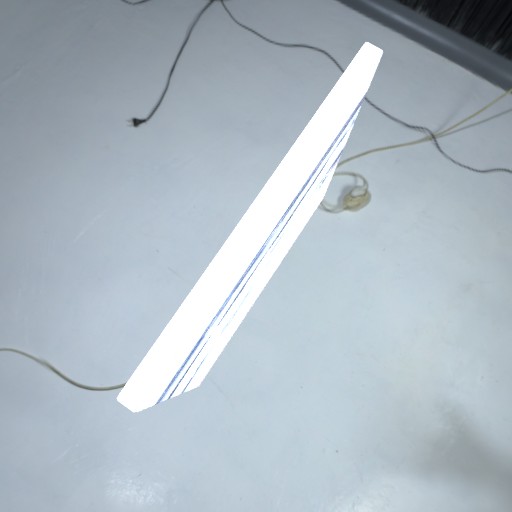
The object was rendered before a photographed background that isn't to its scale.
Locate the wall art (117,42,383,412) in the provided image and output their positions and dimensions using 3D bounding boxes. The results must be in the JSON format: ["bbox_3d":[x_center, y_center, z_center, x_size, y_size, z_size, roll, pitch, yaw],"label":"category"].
[{"bbox_3d":[0.000,0.000,1.105,0.065,0.747,0.755,33,79,7],"label":"wall art"}]
